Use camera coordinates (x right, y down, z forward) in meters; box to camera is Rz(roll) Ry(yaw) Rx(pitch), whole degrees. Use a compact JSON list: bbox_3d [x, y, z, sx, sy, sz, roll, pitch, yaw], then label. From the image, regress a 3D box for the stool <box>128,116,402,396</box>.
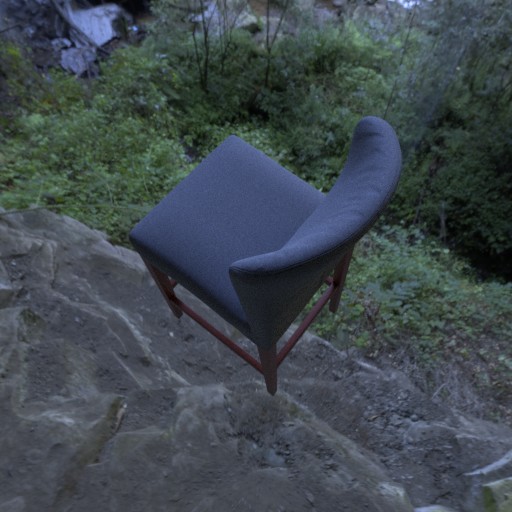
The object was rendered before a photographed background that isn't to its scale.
[{"bbox_3d":[0.000,0.000,1.345,0.568,1.069,0.481,35,69,16],"label":"stool"}]
